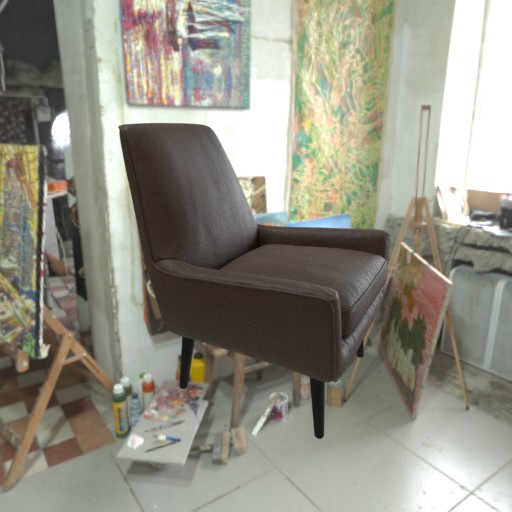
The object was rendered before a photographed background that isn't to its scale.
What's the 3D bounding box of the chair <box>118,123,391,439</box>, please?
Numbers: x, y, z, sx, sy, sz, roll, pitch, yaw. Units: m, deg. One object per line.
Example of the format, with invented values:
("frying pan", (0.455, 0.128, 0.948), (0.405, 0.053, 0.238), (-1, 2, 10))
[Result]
("chair", (0.000, 0.000, 1.542), (0.824, 0.888, 0.787), (8, 18, 25))
